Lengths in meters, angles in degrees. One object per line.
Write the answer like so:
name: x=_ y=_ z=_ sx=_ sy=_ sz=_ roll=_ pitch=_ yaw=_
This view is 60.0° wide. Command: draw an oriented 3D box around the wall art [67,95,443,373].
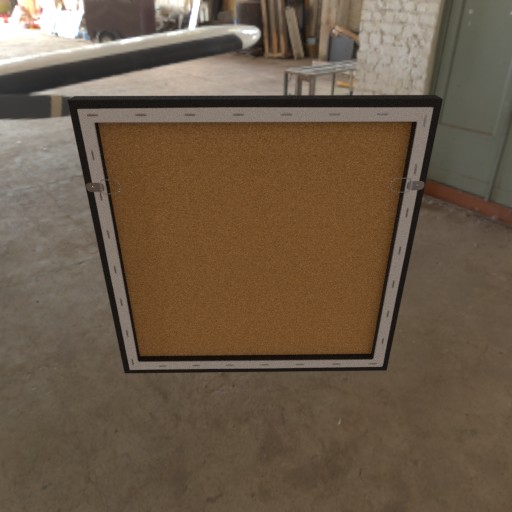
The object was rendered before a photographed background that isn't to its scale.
wall art: x=0.000 y=0.000 z=1.105 sx=0.758 sy=0.758 sz=0.044 roll=0 pitch=31 yaw=-1
